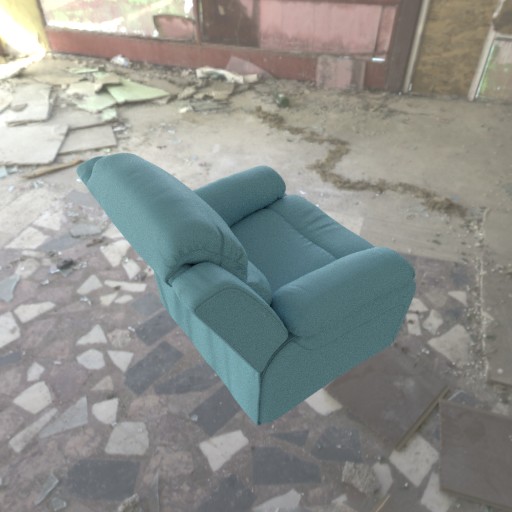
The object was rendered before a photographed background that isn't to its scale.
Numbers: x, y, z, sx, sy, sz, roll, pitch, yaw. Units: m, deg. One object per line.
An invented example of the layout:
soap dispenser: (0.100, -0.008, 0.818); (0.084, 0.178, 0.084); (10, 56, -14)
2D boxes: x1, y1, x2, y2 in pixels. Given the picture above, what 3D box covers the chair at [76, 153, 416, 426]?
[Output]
chair: (0.000, 0.000, 1.261); (0.709, 0.702, 0.680); (-26, 48, -26)
